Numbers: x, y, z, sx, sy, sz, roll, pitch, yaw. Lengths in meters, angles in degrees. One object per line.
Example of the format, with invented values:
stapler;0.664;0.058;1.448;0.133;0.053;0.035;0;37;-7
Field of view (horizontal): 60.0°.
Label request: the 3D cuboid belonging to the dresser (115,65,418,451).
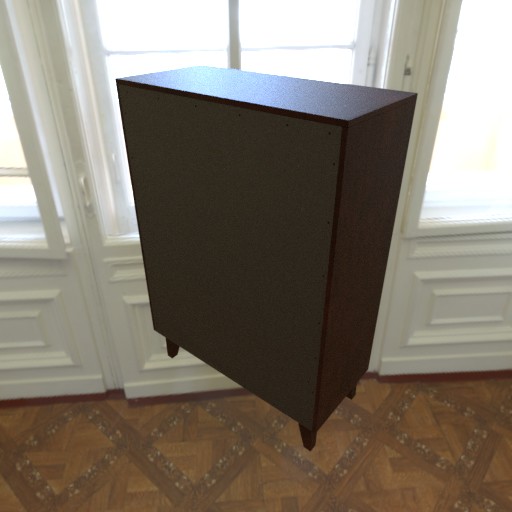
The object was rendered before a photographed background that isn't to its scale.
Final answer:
dresser;0.000;0.000;2.070;1.072;1.514;0.506;23;38;33
